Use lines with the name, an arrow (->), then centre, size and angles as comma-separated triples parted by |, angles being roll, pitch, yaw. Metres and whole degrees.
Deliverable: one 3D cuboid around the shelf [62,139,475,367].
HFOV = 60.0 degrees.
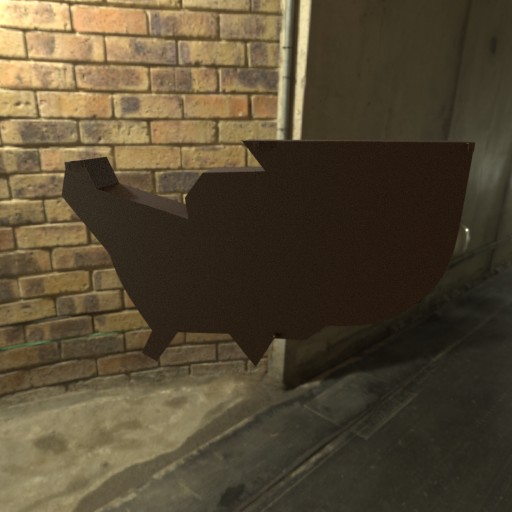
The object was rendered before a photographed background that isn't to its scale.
shelf -> 0.000, 0.000, 0.868 | 0.729, 0.439, 0.112 | 2, 16, 7
